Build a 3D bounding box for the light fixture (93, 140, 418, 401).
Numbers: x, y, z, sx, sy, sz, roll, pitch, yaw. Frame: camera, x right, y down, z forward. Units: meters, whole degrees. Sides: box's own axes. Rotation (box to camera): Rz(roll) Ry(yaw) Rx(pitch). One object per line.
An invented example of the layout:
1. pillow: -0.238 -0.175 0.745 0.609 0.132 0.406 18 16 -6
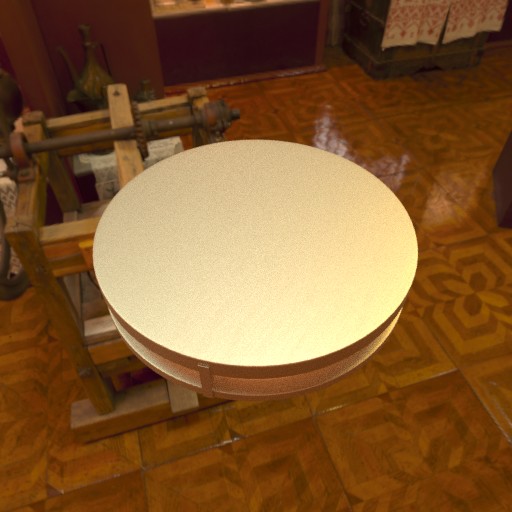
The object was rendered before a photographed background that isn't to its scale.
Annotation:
1. light fixture: 0.000 0.000 0.533 0.356 0.102 0.356 0 46 0
